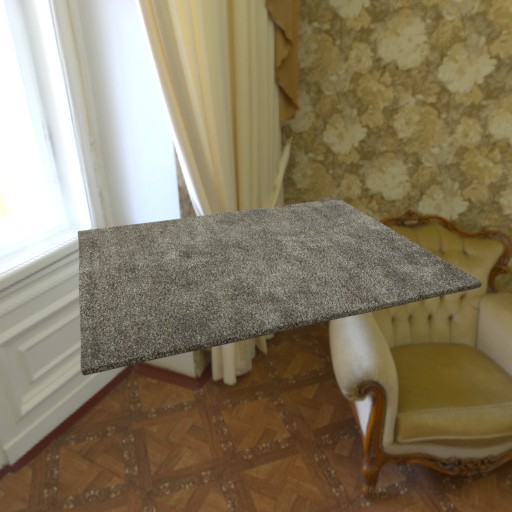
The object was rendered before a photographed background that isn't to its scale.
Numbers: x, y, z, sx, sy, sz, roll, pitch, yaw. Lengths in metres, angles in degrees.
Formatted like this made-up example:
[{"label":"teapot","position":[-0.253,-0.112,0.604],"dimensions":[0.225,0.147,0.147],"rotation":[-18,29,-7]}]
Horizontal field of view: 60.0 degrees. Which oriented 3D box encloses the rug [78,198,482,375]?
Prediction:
[{"label":"rug","position":[0.000,0.000,2.129],"dimensions":[1.601,0.025,1.198],"rotation":[-9,27,-18]}]
